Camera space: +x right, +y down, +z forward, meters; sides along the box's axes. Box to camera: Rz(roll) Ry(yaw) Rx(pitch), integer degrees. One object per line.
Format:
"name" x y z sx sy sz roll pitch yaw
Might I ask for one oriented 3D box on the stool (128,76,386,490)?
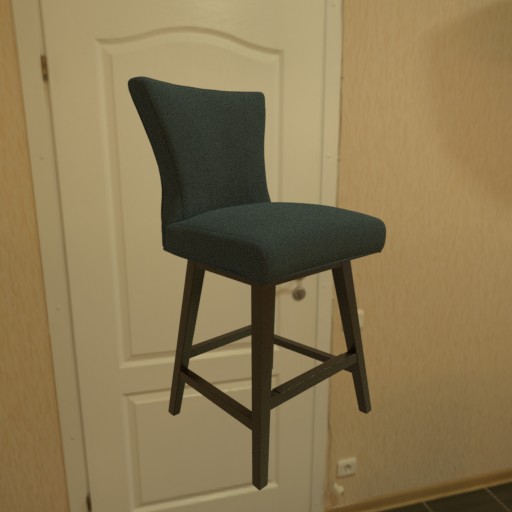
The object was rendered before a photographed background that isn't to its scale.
"stool" 0.000 0.000 1.314 0.514 1.000 0.574 -12 18 -42
